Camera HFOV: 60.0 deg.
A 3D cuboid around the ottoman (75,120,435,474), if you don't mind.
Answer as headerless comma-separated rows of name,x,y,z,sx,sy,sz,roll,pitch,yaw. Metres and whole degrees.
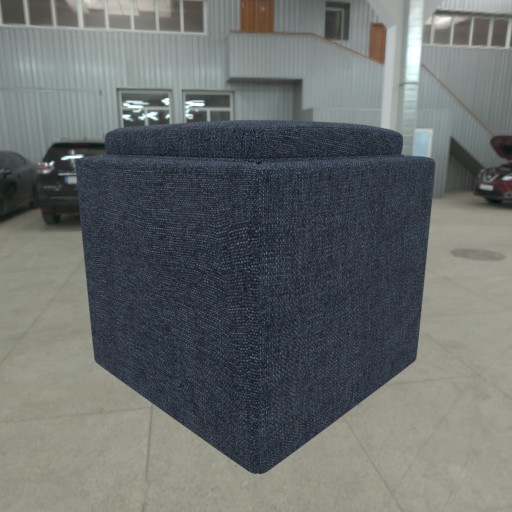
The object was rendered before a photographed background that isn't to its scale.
ottoman,0.000,0.000,0.805,0.450,0.460,0.450,14,19,43
